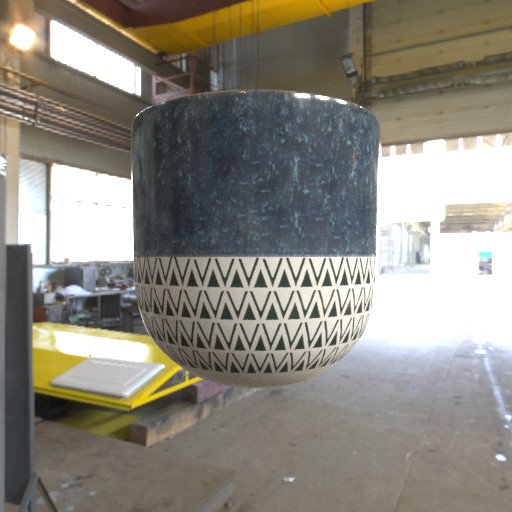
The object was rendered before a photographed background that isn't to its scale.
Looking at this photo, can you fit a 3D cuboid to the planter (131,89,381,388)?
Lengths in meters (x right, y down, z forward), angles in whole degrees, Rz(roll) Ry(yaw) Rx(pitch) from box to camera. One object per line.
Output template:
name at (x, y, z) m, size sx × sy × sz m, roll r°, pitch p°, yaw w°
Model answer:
planter at (0.000, 0.000, 0.490) m, size 0.266 × 0.270 × 0.266 m, roll 0°, pitch 0°, yaw 0°
